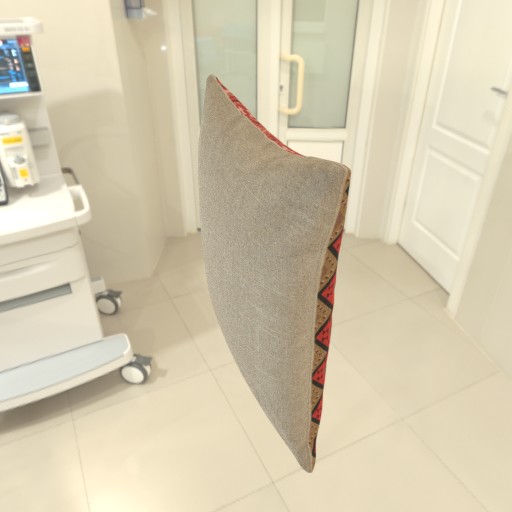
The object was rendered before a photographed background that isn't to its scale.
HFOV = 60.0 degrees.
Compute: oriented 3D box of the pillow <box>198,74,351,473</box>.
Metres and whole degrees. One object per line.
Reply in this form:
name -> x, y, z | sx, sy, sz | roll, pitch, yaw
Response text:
pillow -> 0.000, 0.000, 0.770 | 0.158, 0.511, 0.513 | -11, 34, -17
